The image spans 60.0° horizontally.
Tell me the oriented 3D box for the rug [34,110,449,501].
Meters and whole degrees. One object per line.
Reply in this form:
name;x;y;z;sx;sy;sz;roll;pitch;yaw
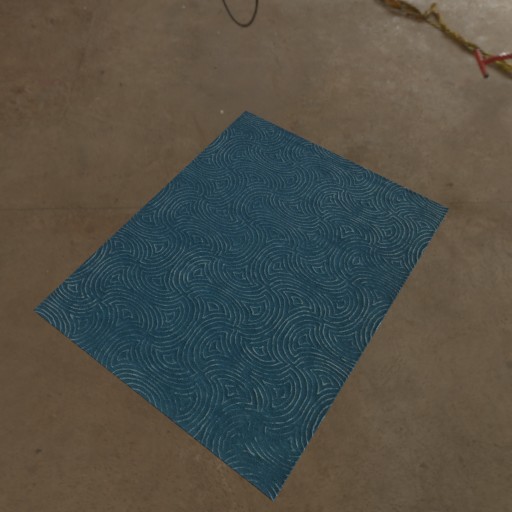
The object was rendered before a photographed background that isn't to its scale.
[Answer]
rug;0.000;0.000;3.999;2.432;0.012;3.033;31;63;18
